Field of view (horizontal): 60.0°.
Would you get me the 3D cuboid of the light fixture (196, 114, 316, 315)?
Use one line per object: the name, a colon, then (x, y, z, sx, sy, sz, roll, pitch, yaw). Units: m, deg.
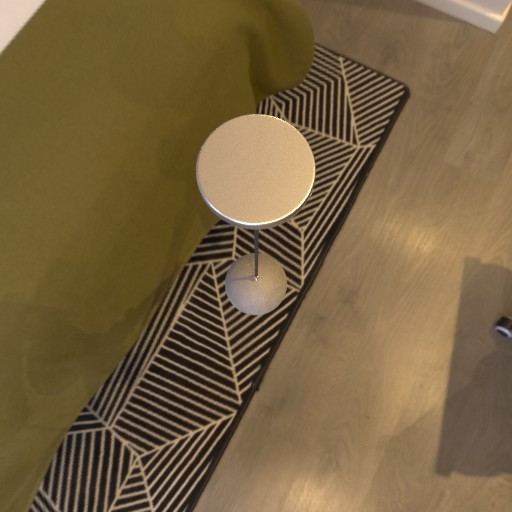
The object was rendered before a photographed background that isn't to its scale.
light fixture: (0.000, 0.000, 0.806, 0.153, 0.760, 0.153, -2, 77, -1)
